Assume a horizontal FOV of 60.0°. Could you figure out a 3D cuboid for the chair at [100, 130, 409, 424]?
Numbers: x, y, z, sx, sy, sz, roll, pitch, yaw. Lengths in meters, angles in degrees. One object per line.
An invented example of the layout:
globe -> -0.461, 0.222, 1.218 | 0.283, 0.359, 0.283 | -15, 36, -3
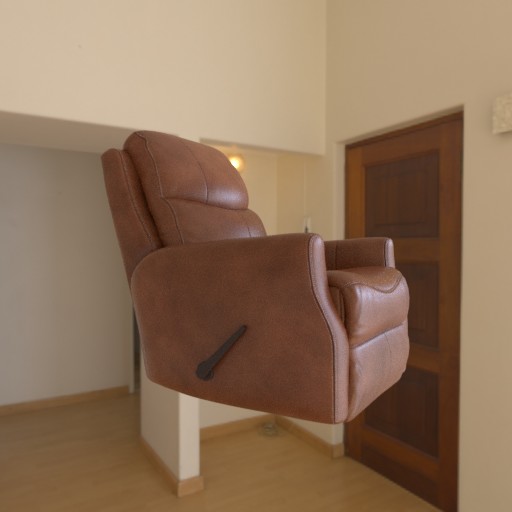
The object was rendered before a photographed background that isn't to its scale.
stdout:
chair -> 0.000, 0.000, 1.746 | 1.072, 1.016, 0.821 | 1, 1, 34
